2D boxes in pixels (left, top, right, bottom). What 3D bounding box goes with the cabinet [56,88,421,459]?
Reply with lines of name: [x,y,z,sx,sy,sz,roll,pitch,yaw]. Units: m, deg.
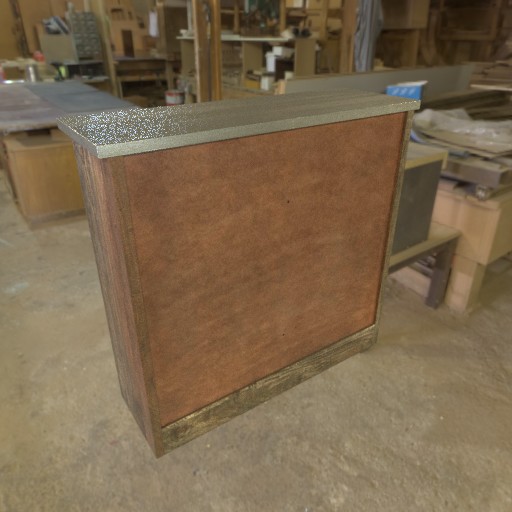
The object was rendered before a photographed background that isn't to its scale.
cabinet: [0.000,0.000,1.429,0.968,0.919,0.338,-18,33,-30]
